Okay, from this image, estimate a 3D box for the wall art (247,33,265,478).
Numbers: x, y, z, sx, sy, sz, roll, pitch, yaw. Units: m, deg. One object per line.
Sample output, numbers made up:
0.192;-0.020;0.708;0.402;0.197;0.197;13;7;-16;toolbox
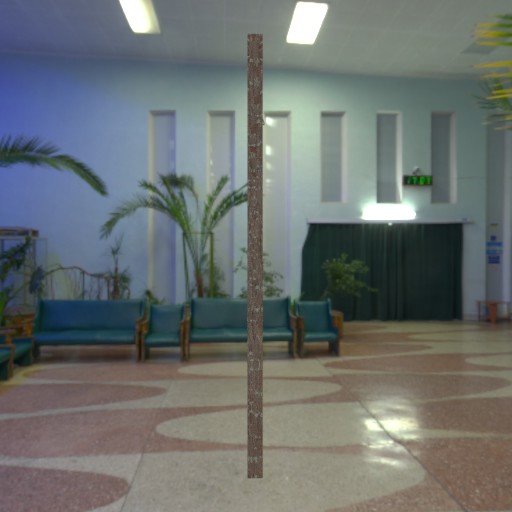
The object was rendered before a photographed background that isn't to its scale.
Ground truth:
0.000;0.000;0.569;0.022;0.380;0.380;0;0;-1;wall art
